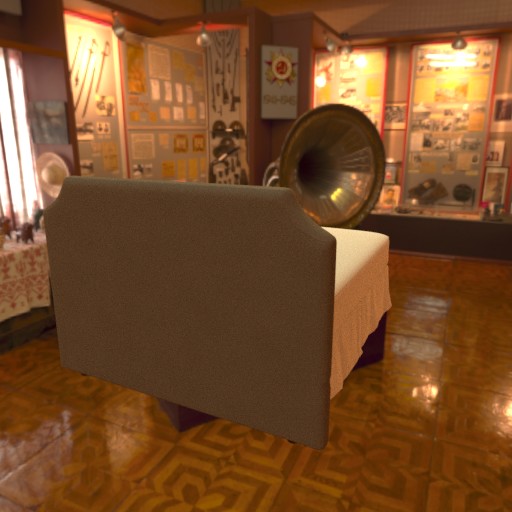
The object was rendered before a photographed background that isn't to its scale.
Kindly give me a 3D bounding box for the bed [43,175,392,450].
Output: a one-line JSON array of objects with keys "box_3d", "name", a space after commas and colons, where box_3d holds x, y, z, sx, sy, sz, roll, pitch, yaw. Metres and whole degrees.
[{"box_3d": [0.000, 0.000, 3.317, 1.831, 1.297, 2.181, 8, 17, 26], "name": "bed"}]
